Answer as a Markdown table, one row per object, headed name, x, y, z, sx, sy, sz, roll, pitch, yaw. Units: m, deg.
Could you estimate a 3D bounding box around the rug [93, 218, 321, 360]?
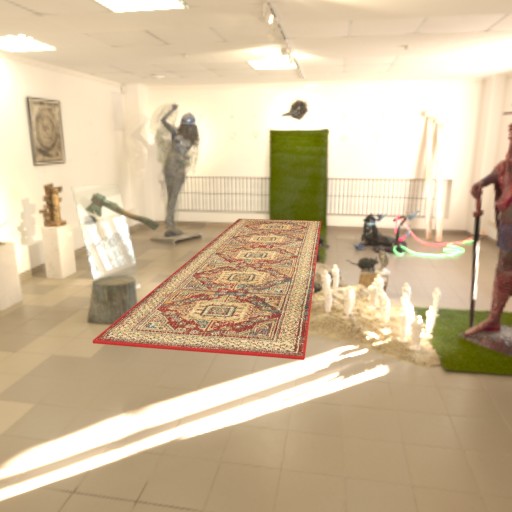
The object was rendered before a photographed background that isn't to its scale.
| name | x | y | z | sx | sy | sz | roll | pitch | yaw |
| --- | --- | --- | --- | --- | --- | --- | --- | --- | --- |
| rug | 0.000 | 0.000 | 2.421 | 0.659 | 0.015 | 2.292 | 2 | 15 | 9 |
